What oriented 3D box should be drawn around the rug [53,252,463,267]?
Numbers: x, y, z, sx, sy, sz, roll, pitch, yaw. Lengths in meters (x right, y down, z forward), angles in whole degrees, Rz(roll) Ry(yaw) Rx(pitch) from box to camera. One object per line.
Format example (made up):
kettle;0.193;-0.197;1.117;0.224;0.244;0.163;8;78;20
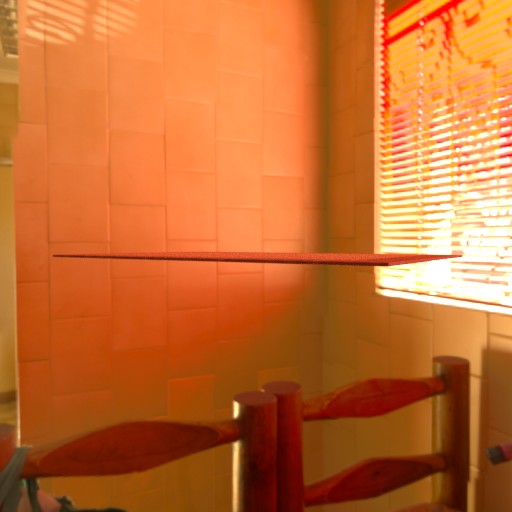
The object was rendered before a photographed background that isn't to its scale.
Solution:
rug;0.000;0.000;2.375;1.829;0.014;1.219;1;2;35
